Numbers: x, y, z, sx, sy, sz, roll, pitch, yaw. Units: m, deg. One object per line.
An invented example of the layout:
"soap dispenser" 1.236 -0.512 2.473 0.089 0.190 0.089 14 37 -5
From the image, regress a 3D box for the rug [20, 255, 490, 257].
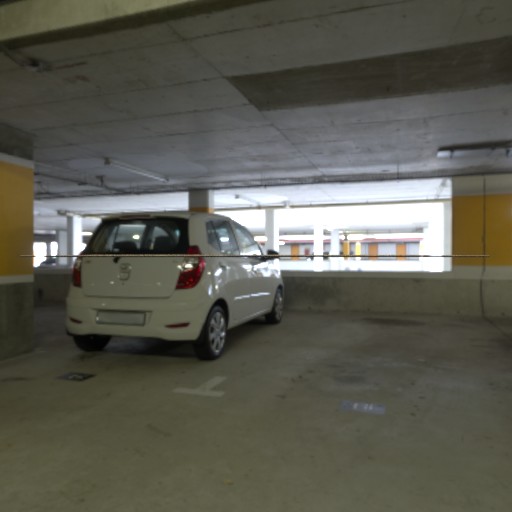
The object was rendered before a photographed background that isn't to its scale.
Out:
"rug" 0.000 0.000 4.289 3.294 0.018 2.382 0 0 1
